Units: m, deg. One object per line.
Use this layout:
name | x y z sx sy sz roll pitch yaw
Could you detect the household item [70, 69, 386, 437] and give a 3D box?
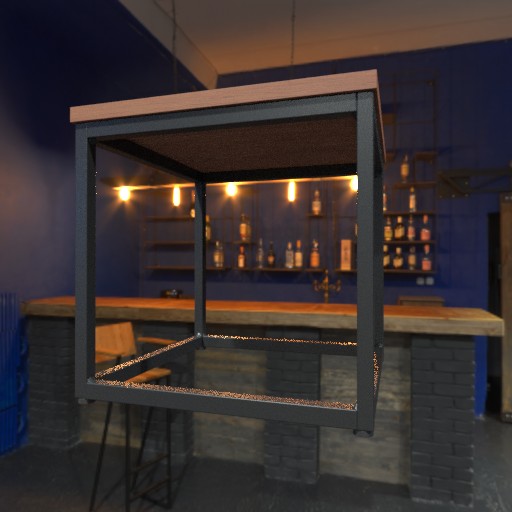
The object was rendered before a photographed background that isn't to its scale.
household item | 0.000 0.000 0.728 0.400 0.400 0.400 0 0 18
